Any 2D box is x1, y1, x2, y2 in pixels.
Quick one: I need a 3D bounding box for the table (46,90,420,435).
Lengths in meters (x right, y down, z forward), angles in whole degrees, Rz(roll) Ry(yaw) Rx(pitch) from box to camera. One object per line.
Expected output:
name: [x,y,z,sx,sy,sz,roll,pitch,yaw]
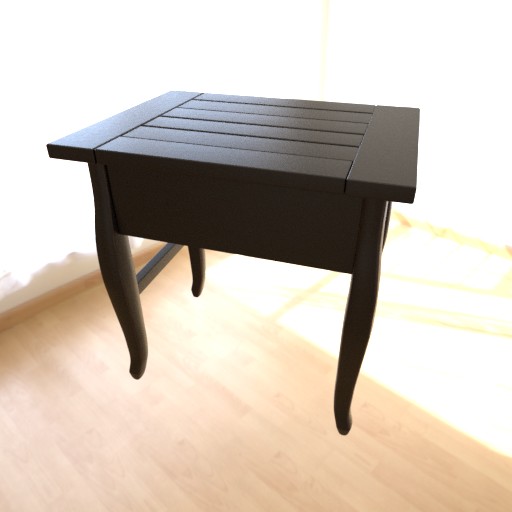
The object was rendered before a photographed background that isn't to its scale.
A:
table: [0.000,0.000,1.016,0.602,0.604,0.460,10,33,15]
